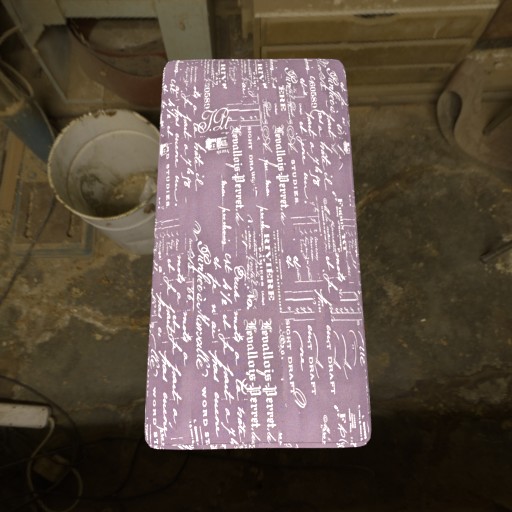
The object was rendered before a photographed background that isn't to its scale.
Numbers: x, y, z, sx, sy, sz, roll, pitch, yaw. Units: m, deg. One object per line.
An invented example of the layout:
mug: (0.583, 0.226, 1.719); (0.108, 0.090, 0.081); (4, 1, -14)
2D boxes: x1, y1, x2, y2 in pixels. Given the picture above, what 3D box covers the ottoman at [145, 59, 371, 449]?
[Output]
ottoman: (0.000, 0.000, 1.068); (0.406, 0.457, 0.813); (-1, 75, 0)
